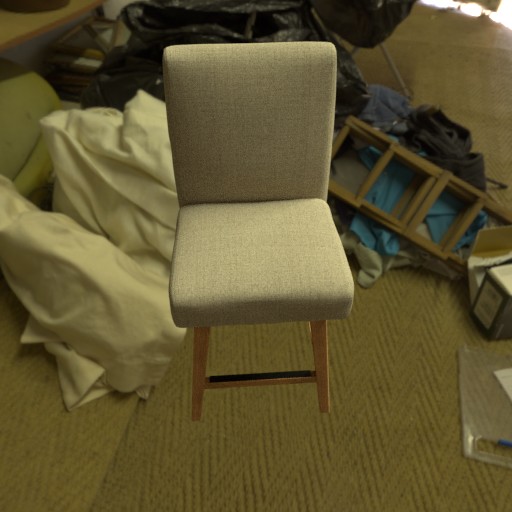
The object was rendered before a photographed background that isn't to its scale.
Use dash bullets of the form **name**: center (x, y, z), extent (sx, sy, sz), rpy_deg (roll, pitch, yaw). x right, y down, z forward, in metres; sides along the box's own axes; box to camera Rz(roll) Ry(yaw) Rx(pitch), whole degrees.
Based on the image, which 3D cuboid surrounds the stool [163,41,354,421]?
- **stool**: center (0.000, 0.000, 1.283), extent (0.459, 1.010, 0.526), rpy_deg (-3, 46, -3)
